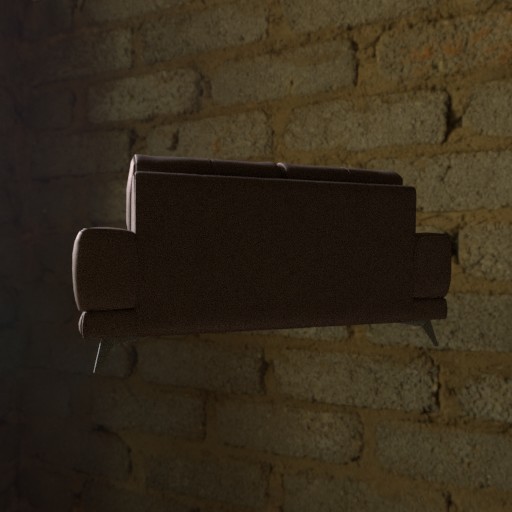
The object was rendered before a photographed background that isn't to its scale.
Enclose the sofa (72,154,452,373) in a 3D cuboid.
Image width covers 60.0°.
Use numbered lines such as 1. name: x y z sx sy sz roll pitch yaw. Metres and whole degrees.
1. sofa: 0.000 0.000 2.429 1.806 0.907 1.018 0 0 -18
